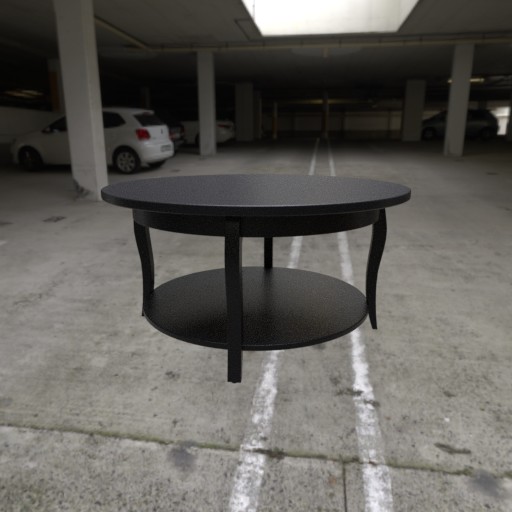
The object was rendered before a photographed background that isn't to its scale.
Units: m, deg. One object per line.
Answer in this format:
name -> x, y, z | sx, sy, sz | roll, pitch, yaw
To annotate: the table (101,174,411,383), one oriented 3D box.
table -> 0.000, 0.000, 1.435 | 0.914, 0.457, 0.914 | 0, 15, 0
